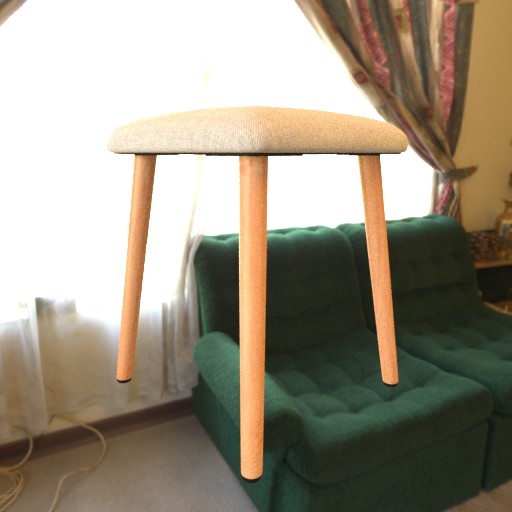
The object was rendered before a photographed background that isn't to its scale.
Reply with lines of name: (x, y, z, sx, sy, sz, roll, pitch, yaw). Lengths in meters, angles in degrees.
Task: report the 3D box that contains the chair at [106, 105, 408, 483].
chair: (0.000, 0.000, 0.707, 0.350, 0.440, 0.350, -12, 18, -42)
